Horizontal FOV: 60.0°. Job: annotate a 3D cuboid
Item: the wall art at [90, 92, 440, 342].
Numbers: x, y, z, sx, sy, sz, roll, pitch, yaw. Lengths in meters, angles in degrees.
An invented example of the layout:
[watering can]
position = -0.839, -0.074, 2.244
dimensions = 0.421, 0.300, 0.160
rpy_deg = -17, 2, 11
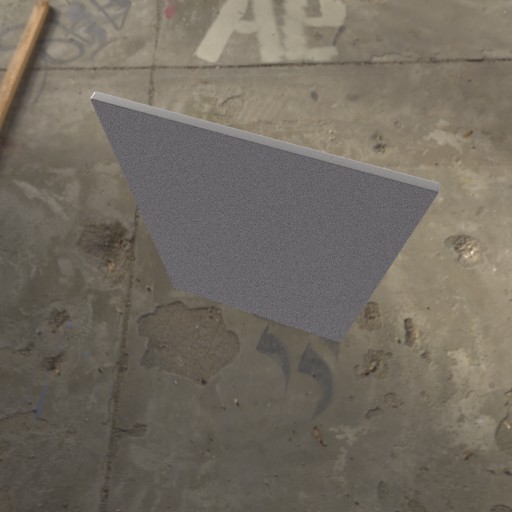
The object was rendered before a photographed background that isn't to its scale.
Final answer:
[wall art]
position = 0.000, 0.000, 0.615
dimensions = 0.329, 0.482, 0.011
rpy_deg = 17, 65, 8
